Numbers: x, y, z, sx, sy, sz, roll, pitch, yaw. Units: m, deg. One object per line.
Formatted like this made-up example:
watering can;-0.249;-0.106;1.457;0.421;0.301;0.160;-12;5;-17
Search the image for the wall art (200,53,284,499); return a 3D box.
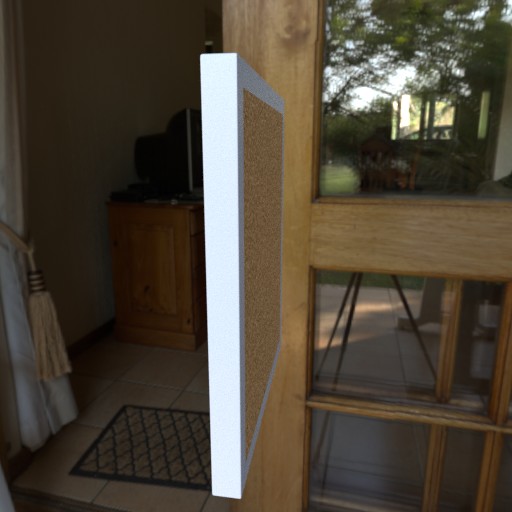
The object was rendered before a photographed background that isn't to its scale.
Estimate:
wall art;0.000;0.000;0.523;0.028;0.381;0.331;2;14;9
